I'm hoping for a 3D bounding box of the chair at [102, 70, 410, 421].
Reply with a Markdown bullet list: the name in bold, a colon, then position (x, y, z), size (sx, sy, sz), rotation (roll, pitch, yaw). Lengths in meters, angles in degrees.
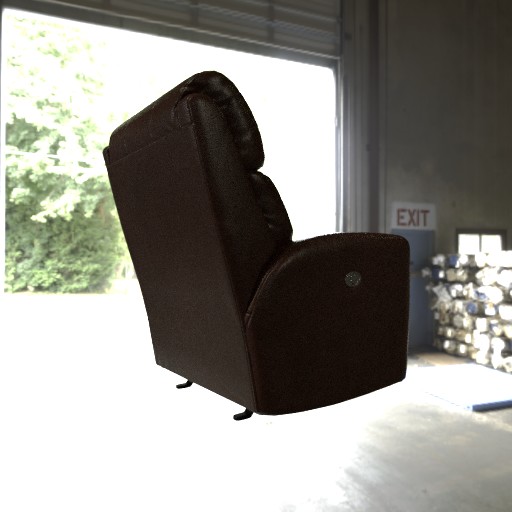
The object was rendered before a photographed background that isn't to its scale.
- **chair**: position (0.000, 0.000, 1.667), size (0.939, 1.016, 0.787), rotation (0, 0, -36)
